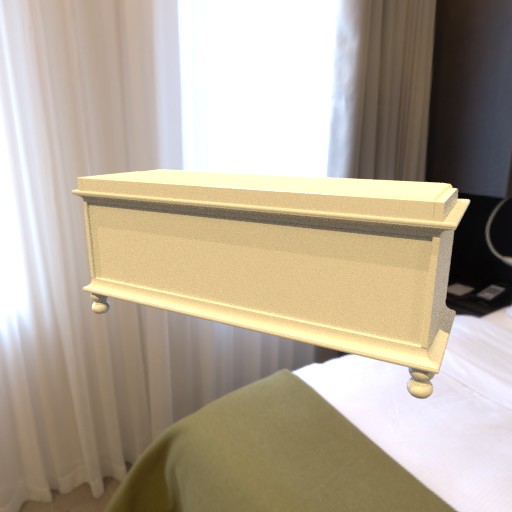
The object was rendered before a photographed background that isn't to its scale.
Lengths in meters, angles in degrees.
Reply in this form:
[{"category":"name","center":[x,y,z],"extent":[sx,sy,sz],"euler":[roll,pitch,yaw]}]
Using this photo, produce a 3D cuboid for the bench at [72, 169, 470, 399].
[{"category":"bench","center":[0.000,0.000,1.429],"extent":[1.185,0.486,0.402],"euler":[8,18,27]}]
